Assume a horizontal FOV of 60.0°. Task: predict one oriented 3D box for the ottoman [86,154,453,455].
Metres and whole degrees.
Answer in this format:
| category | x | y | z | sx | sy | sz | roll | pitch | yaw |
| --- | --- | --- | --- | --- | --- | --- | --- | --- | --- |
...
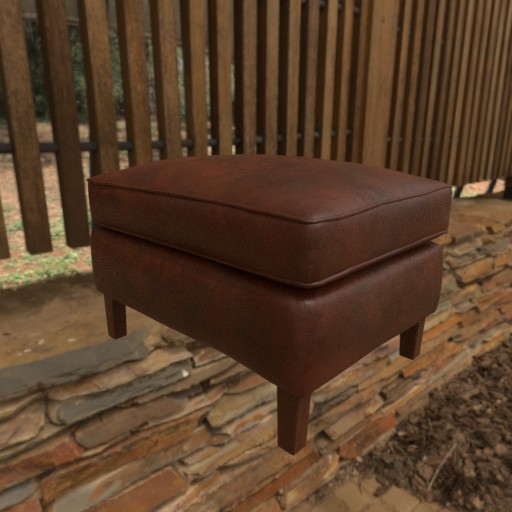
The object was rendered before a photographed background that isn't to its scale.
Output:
| category | x | y | z | sx | sy | sz | roll | pitch | yaw |
| --- | --- | --- | --- | --- | --- | --- | --- | --- | --- |
| ottoman | 0.000 | 0.000 | 0.977 | 0.665 | 0.432 | 0.501 | 16 | 23 | 42 |
